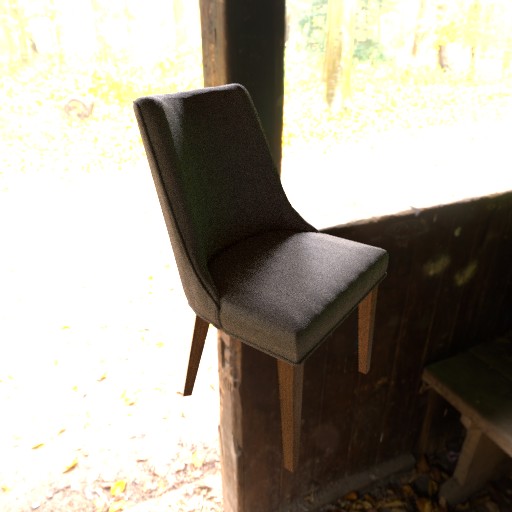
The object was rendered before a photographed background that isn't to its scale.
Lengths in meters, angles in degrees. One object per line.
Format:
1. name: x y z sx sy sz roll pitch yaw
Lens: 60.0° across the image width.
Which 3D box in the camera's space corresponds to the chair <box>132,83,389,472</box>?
1. chair: 0.000 0.000 1.332 0.636 0.916 0.548 18 32 32
